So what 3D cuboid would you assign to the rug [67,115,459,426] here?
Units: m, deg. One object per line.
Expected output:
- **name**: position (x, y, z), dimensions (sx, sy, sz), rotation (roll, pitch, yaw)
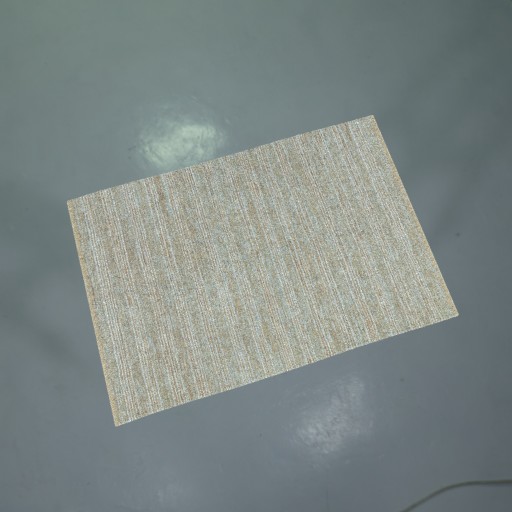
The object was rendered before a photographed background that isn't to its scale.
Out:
- **rug**: position (0.000, 0.000, 2.387), dimensions (1.824, 0.010, 1.240), rotation (-17, 76, -4)
